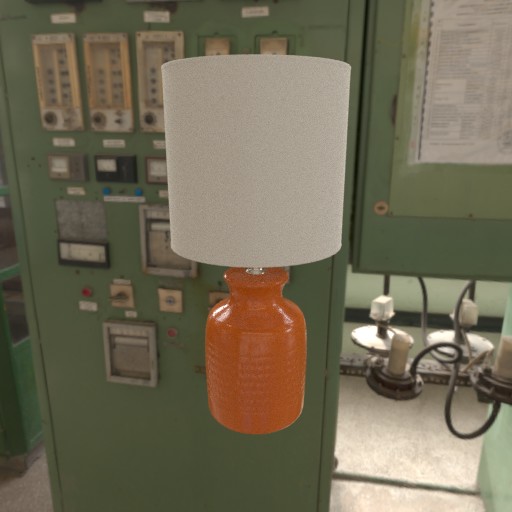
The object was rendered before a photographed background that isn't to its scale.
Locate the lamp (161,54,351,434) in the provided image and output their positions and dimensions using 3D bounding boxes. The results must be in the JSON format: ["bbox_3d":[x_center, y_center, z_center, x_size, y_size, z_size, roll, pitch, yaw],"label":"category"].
[{"bbox_3d":[0.000,0.000,1.114,0.418,0.871,0.418,3,16,11],"label":"lamp"}]
